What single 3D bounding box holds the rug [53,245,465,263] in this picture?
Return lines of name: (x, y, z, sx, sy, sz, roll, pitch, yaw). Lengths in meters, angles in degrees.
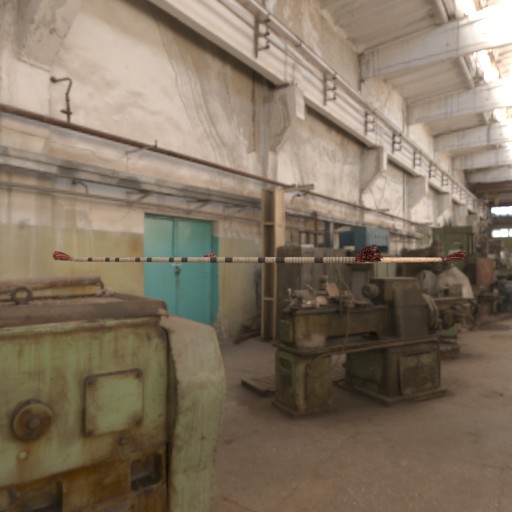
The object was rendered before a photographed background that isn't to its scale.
rug: (0.000, 0.000, 2.640, 2.069, 0.067, 1.444, 0, 0, 36)
